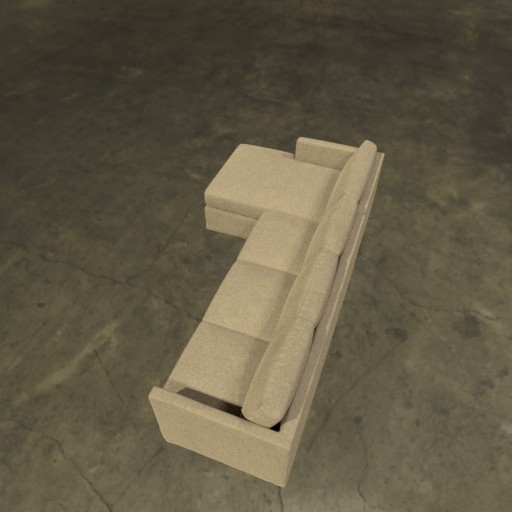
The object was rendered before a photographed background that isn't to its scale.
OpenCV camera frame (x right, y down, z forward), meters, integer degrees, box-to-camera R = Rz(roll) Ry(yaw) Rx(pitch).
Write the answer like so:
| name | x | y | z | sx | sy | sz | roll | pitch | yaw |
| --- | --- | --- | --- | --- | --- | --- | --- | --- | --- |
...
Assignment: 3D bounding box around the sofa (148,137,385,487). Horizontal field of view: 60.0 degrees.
| name | x | y | z | sx | sy | sz | roll | pitch | yaw |
| --- | --- | --- | --- | --- | --- | --- | --- | --- | --- |
| sofa | 0.000 | 0.000 | 3.913 | 1.638 | 0.920 | 3.198 | 15 | 48 | 14 |
